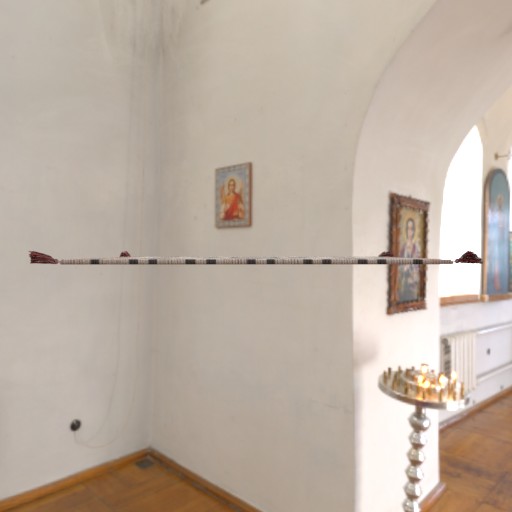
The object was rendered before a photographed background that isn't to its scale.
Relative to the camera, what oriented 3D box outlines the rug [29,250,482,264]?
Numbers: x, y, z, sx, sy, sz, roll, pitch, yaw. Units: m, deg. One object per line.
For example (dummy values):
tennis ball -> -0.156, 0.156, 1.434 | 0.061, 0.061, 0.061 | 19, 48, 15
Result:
rug -> 0.000, 0.000, 2.651 | 2.069, 0.067, 1.444 | 0, 1, -1
